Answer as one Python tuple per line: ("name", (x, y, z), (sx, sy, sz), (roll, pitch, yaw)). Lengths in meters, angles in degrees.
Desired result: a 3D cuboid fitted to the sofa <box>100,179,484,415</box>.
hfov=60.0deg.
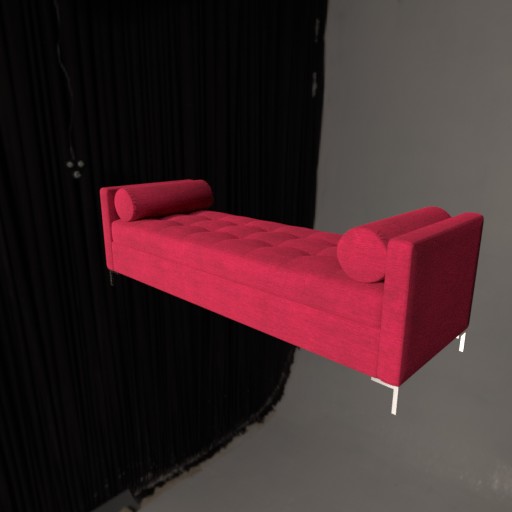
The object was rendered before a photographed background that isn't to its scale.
("sofa", (0.000, 0.000, 2.337), (1.981, 0.635, 0.686), (15, 21, 42))
